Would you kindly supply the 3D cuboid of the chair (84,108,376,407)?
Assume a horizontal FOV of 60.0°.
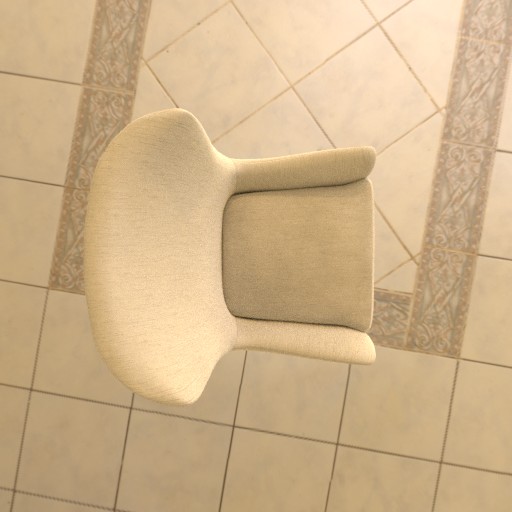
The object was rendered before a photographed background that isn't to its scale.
[{"bbox_3d":[0.000,0.000,1.627,0.904,1.000,0.779,0,91,1],"label":"chair"}]
